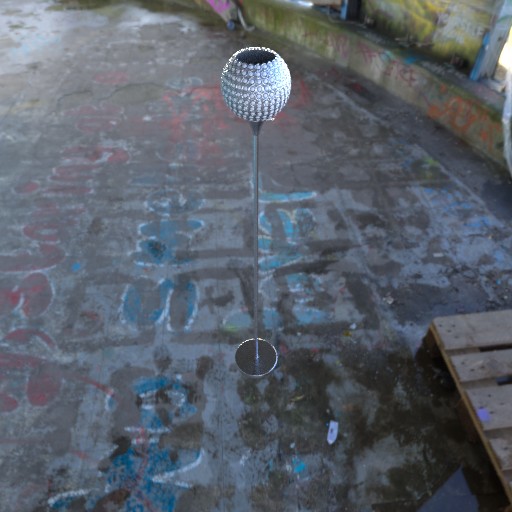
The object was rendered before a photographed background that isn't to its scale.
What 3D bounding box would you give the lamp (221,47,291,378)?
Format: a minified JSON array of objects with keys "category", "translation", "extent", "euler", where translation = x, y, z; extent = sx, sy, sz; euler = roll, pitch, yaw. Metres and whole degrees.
[{"category":"lamp","translation":[0.000,0.000,2.033],"extent":[0.254,1.805,0.254],"euler":[0,46,0]}]
